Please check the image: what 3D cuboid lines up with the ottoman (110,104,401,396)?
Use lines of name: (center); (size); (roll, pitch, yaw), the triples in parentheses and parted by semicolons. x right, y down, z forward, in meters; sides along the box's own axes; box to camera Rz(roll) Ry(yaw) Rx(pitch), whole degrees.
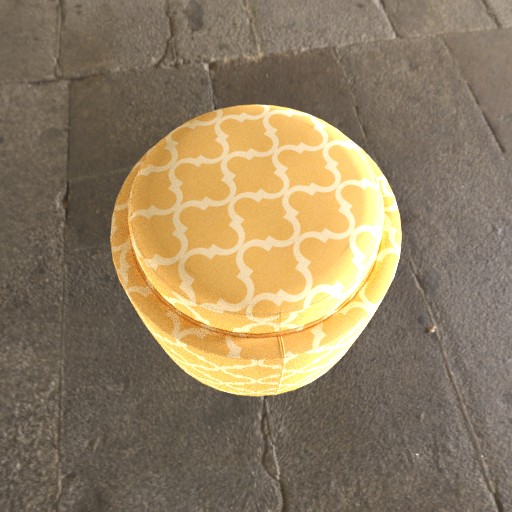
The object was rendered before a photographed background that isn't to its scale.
ottoman: (0.000, 0.000, 0.851); (0.480, 0.429, 0.480); (0, 63, 0)
